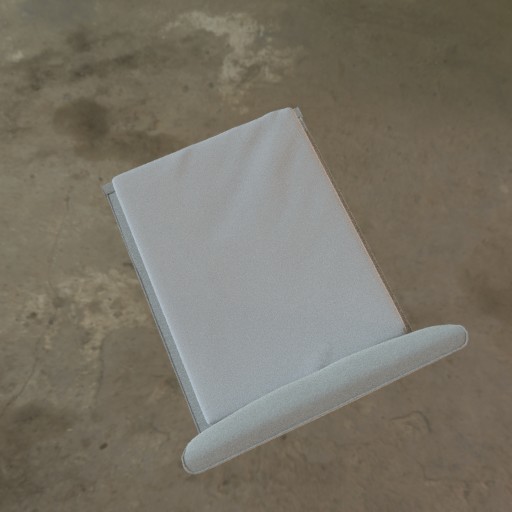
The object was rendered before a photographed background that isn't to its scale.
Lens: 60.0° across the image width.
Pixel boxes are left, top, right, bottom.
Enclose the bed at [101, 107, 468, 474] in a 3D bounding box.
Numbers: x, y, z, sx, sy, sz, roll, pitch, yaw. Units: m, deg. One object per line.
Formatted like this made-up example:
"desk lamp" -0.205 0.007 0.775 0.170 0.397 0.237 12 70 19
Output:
"bed" 0.000 0.000 3.531 1.980 1.126 2.498 -23 78 -5
